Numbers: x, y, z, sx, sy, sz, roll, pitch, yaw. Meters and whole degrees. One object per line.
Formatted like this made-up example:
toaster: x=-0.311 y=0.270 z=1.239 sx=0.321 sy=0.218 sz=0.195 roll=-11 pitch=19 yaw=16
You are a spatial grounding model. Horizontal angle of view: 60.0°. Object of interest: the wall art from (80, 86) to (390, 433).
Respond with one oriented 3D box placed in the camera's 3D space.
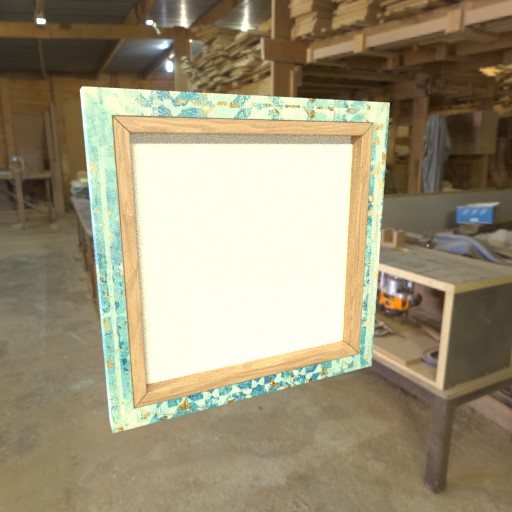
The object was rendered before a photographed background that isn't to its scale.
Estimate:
wall art: x=0.000 y=0.000 z=0.896 sx=0.609 sy=0.609 sz=0.040 roll=-7 pitch=15 yaw=-25
